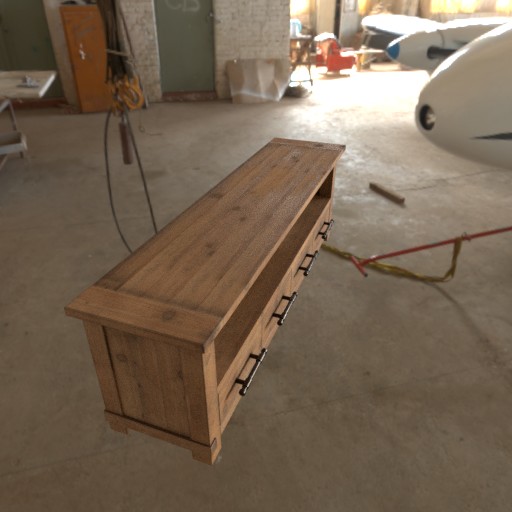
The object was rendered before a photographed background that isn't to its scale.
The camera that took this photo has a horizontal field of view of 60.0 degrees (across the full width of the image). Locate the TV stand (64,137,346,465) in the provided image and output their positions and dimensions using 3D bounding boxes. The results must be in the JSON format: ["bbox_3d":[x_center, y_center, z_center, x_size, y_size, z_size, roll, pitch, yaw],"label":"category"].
[{"bbox_3d":[0.000,0.000,2.028,0.453,0.573,1.804,11,32,18],"label":"TV stand"}]
